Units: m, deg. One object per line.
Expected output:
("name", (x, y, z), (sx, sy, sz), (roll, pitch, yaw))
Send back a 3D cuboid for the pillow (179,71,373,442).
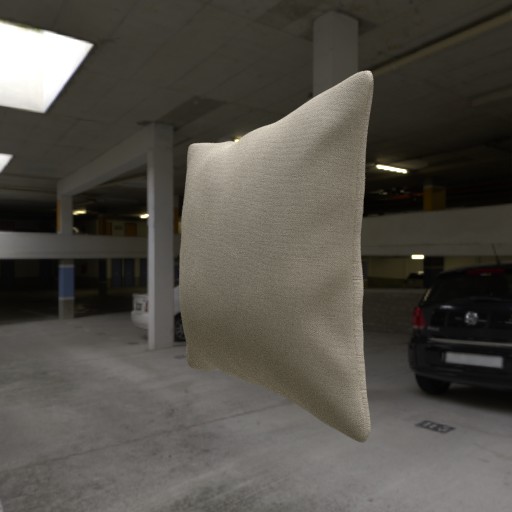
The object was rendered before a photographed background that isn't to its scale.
("pillow", (0.000, 0.000, 0.668), (0.162, 0.420, 0.437), (0, 0, -36))
